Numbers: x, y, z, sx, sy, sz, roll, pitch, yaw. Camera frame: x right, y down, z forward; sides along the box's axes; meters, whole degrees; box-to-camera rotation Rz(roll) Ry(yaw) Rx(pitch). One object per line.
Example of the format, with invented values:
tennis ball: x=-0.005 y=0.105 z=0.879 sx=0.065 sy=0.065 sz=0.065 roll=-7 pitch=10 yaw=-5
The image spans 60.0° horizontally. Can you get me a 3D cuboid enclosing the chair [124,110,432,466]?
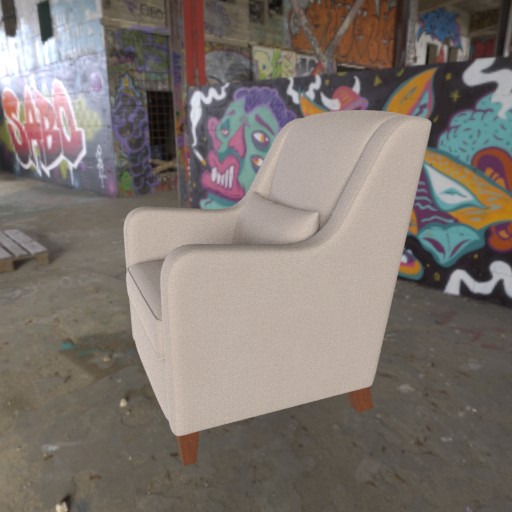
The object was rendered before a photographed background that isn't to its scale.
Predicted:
chair: x=0.000 y=0.000 z=1.603 sx=0.863 sy=1.010 sz=0.715 roll=-7 pitch=18 yaw=-23
